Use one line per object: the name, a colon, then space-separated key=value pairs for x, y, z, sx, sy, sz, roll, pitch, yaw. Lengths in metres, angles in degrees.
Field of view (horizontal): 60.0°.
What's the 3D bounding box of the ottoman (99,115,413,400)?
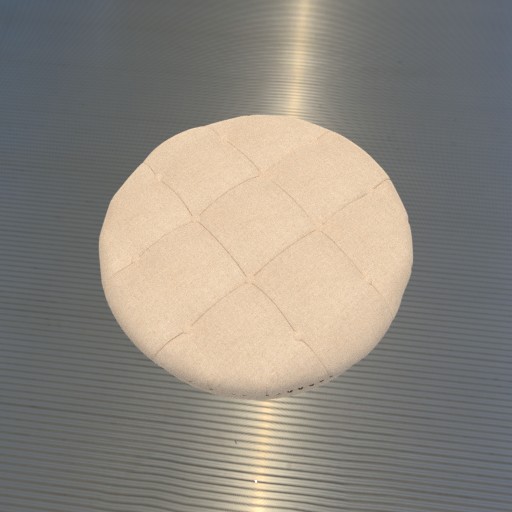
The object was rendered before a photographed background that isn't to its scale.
ottoman: x=0.000 y=0.000 z=1.469 sx=0.940 sy=0.483 sz=0.940 roll=0 pitch=63 yaw=0
